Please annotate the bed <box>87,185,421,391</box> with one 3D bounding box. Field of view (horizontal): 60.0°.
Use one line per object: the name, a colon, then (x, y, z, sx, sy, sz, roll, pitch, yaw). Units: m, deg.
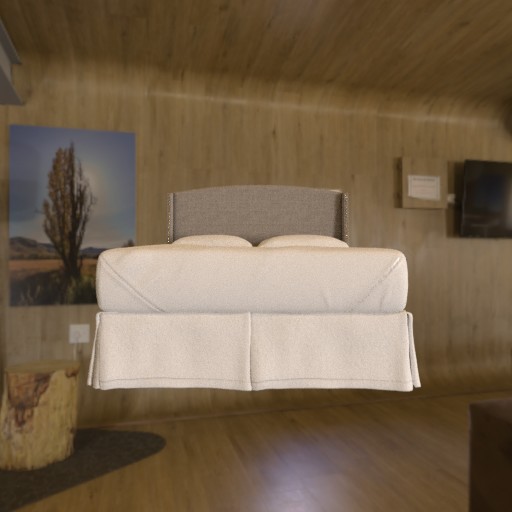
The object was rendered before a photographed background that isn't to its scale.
bed: (0.000, 0.000, 3.264, 1.710, 1.407, 2.237, 0, -1, 1)
